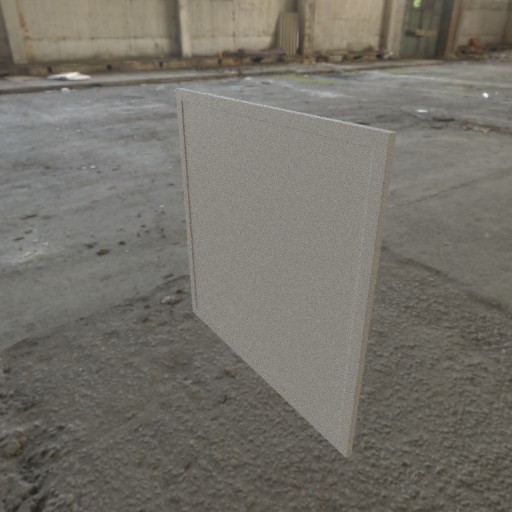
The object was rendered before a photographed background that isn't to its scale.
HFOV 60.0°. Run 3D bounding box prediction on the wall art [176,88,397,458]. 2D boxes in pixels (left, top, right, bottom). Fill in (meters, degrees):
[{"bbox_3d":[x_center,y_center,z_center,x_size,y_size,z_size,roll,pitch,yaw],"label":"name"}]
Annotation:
[{"bbox_3d":[0.000,0.000,1.009,0.015,0.660,0.660,-18,32,-31],"label":"wall art"}]
